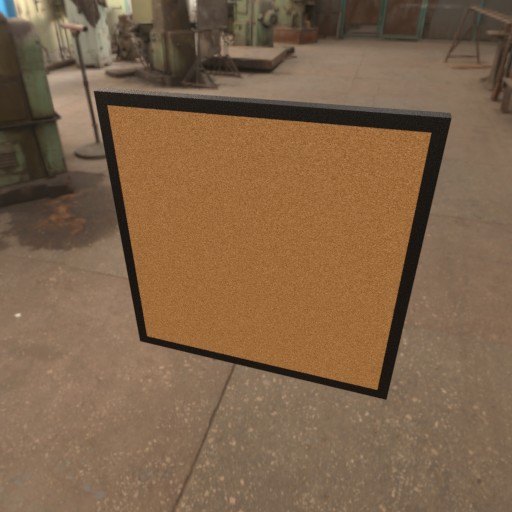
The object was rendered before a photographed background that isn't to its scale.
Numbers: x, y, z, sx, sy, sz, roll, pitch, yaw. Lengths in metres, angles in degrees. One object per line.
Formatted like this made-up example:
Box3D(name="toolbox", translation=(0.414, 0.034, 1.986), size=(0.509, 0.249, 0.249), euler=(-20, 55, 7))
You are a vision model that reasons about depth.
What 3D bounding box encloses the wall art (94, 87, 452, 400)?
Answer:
Box3D(name="wall art", translation=(0.000, 0.000, 1.124), size=(0.762, 0.762, 0.038), euler=(10, 33, 15))
